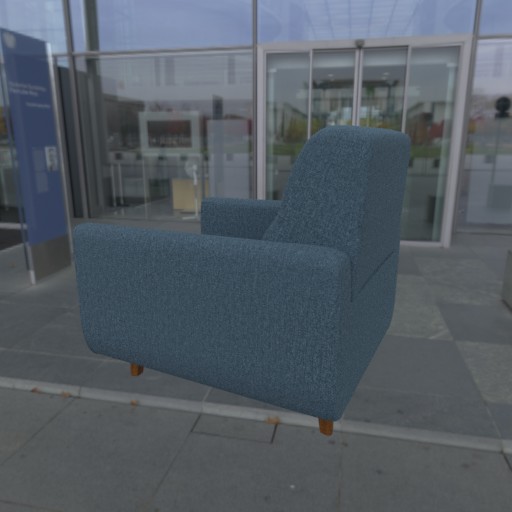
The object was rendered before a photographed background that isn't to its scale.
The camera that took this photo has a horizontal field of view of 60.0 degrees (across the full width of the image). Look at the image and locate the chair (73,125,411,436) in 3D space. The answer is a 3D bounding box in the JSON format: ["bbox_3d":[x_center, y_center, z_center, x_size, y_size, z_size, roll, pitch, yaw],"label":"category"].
[{"bbox_3d":[0.000,0.000,1.674,0.964,0.940,0.880,8,17,26],"label":"chair"}]
